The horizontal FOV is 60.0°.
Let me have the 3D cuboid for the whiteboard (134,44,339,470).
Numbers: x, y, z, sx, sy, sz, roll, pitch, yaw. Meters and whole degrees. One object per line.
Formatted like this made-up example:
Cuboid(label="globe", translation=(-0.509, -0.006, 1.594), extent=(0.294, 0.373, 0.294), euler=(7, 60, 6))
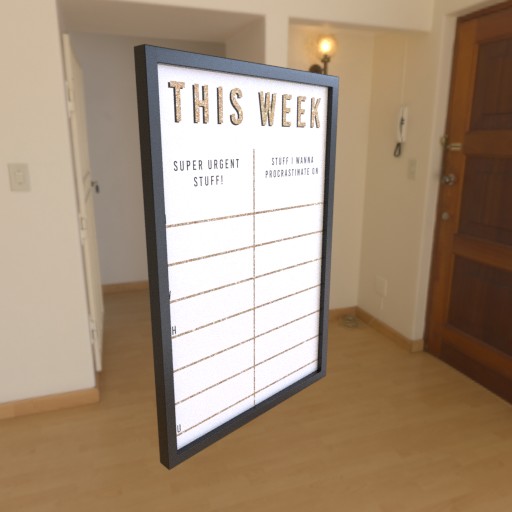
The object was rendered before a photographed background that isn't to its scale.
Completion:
Cuboid(label="whiteboard", translation=(0.000, 0.000, 0.759), extent=(0.406, 0.611, 0.026), euler=(-14, 20, -43))
